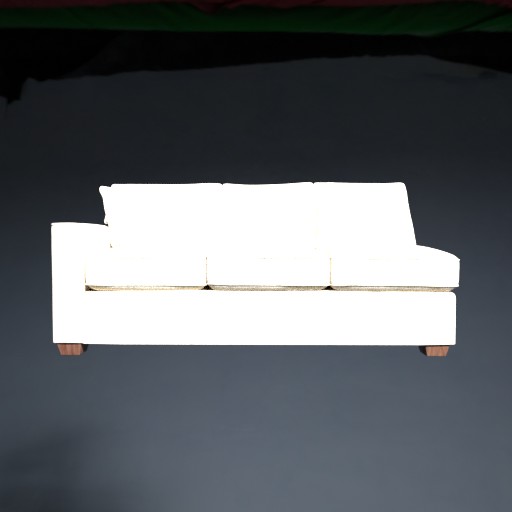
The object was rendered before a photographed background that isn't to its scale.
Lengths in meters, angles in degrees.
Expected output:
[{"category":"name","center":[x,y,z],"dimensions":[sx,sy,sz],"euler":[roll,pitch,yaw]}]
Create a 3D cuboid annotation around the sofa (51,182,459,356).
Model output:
[{"category":"sofa","center":[0.000,0.000,2.590],"dimensions":[1.962,0.946,1.034],"euler":[0,2,1]}]
